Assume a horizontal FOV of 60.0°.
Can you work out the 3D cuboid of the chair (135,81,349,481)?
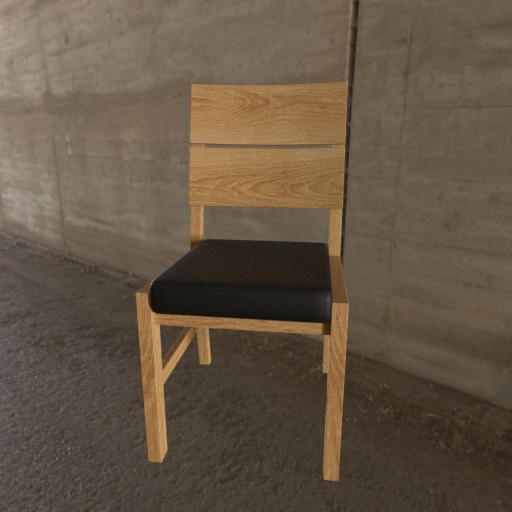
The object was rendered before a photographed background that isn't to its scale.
[{"bbox_3d":[0.000,0.000,1.228,0.475,0.950,0.569,2,16,8],"label":"chair"}]
